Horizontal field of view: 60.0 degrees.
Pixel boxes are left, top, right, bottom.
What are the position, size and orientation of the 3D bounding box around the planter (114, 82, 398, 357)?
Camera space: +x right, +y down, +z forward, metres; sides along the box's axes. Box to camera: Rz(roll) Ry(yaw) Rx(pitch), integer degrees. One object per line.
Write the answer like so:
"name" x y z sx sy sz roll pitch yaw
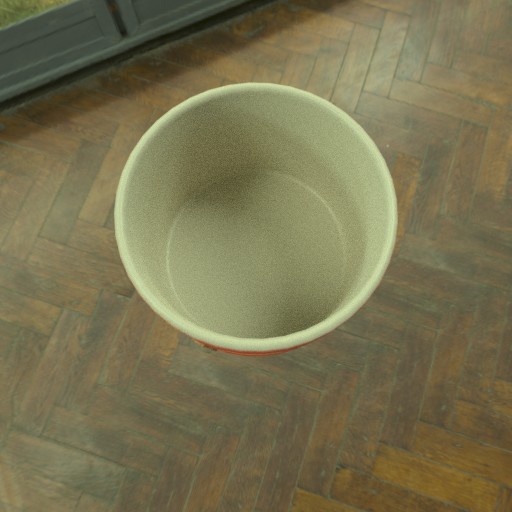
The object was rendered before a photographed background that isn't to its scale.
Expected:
"planter" 0.000 0.000 0.581 0.269 0.379 0.269 0 76 0
